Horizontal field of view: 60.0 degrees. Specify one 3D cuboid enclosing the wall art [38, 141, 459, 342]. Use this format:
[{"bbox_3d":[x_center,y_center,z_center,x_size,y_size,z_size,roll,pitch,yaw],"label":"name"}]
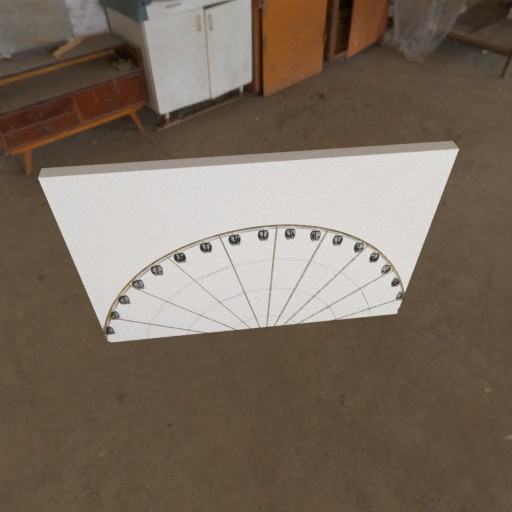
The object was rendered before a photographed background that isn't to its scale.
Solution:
[{"bbox_3d":[0.000,0.000,1.165,0.898,0.601,0.038,-5,46,-5],"label":"wall art"}]
